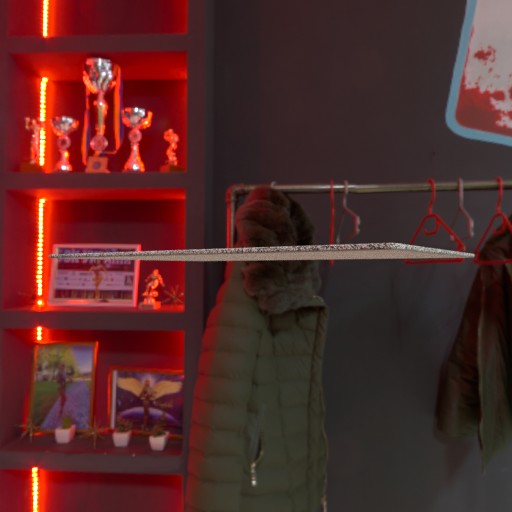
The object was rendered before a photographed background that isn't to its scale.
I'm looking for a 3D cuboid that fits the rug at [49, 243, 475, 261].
[{"bbox_3d":[0.000,0.000,3.383,2.743,0.030,1.778,-1,-2,36],"label":"rug"}]
